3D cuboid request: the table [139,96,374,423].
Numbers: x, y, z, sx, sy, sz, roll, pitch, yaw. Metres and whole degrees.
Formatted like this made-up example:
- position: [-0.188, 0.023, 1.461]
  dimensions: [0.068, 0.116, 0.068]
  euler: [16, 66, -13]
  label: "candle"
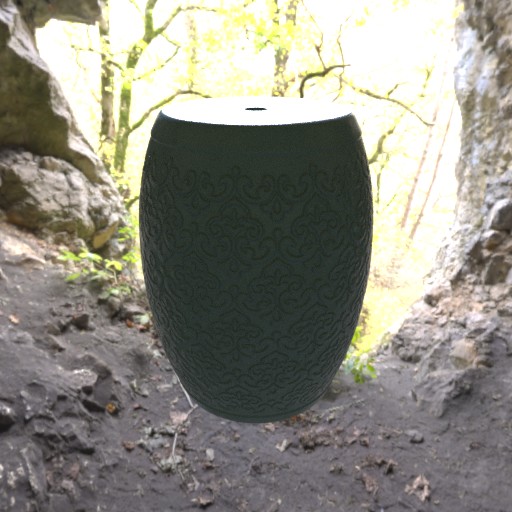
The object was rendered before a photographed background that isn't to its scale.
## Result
- position: [0.000, 0.000, 0.617]
  dimensions: [0.309, 0.397, 0.309]
  euler: [0, 26, 0]
  label: "table"
